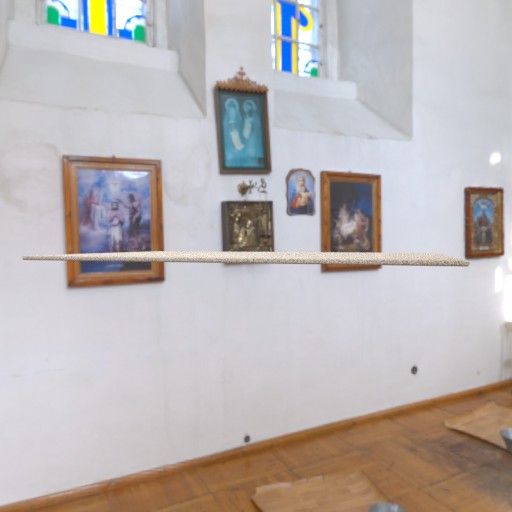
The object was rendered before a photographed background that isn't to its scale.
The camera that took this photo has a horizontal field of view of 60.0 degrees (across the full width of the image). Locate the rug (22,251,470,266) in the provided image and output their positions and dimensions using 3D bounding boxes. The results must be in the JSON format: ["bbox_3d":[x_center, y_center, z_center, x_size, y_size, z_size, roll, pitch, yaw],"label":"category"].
[{"bbox_3d":[0.000,0.000,3.393,2.743,0.030,1.778,1,2,18],"label":"rug"}]
